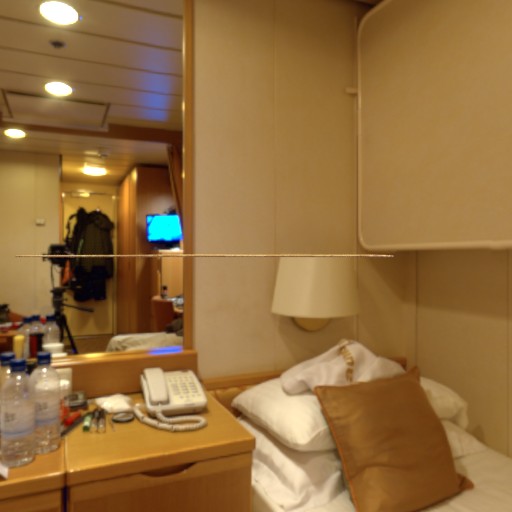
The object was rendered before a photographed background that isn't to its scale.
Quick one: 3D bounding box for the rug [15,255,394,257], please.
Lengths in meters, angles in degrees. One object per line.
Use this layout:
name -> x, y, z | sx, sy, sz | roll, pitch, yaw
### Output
rug -> 0.000, 0.000, 4.288 | 2.452, 0.020, 3.365 | 0, 0, 19
